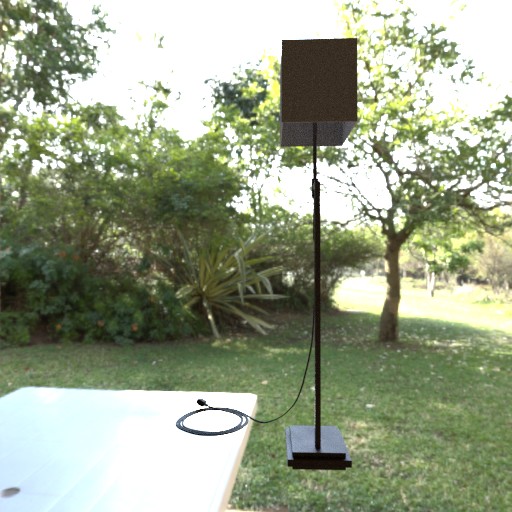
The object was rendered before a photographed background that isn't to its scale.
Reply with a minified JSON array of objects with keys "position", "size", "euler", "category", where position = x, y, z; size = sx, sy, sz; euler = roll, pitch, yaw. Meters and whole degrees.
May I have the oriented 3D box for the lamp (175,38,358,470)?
[{"position":[0.000,0.000,1.986],"size":[0.774,1.600,0.698],"euler":[0,-1,2],"category":"lamp"}]
